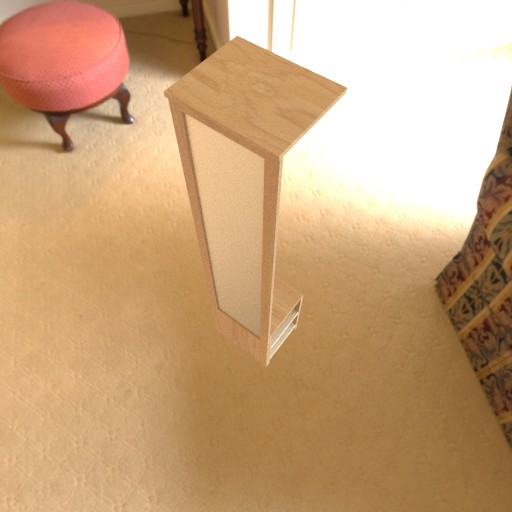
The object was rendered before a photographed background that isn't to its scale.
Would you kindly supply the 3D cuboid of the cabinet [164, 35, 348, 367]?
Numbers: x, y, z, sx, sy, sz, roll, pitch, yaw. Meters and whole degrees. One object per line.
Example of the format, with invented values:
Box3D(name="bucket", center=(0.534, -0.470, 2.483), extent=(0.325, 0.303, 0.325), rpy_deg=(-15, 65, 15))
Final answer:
Box3D(name="cabinet", center=(0.000, 0.000, 2.084), extent=(0.411, 1.879, 0.338), rpy_deg=(34, 65, 18))
